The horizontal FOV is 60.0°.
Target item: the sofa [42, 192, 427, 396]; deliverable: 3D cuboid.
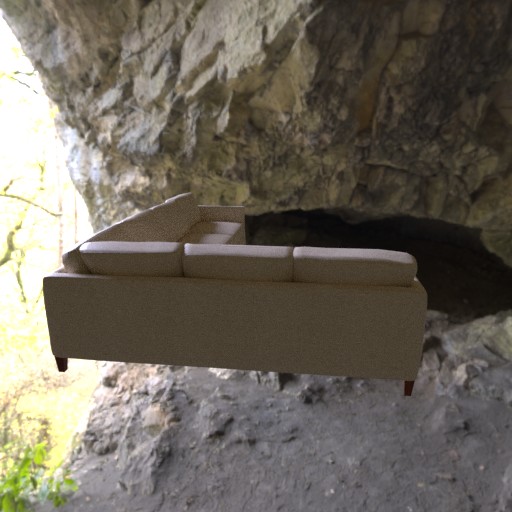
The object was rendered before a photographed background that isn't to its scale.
[{"bbox_3d":[0.000,0.000,4.484,2.593,0.947,3.302,2,16,7],"label":"sofa"}]
